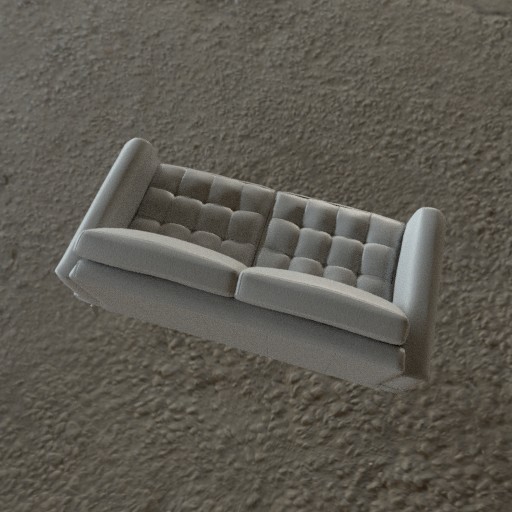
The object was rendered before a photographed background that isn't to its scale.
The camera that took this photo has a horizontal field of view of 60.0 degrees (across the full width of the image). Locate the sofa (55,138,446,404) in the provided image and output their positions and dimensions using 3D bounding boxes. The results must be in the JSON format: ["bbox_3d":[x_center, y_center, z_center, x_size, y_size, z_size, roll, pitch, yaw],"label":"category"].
[{"bbox_3d":[0.000,0.000,2.760,2.177,0.930,1.121,15,64,7],"label":"sofa"}]
